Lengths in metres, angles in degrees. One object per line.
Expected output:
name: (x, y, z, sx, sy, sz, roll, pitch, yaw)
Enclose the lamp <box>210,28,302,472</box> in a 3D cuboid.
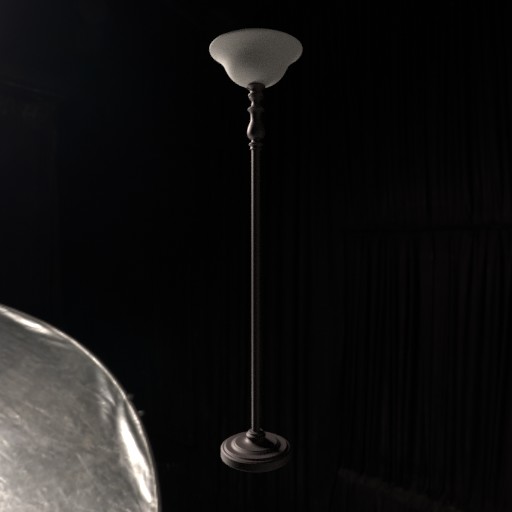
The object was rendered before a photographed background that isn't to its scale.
lamp: (0.000, 0.000, 1.963, 0.405, 1.797, 0.405, 1, 2, 37)
